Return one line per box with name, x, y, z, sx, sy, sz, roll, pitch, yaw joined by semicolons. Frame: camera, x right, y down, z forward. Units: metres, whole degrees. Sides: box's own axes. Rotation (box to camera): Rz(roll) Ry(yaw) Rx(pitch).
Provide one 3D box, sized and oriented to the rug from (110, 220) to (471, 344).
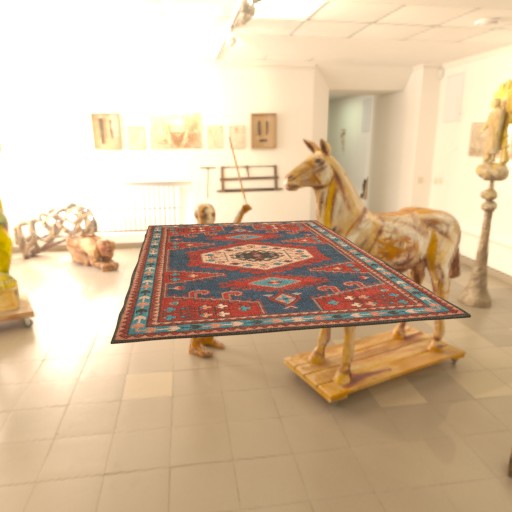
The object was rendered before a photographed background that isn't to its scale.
rug;0.000;0.000;2.295;1.207;0.012;1.820;-3;15;-9
